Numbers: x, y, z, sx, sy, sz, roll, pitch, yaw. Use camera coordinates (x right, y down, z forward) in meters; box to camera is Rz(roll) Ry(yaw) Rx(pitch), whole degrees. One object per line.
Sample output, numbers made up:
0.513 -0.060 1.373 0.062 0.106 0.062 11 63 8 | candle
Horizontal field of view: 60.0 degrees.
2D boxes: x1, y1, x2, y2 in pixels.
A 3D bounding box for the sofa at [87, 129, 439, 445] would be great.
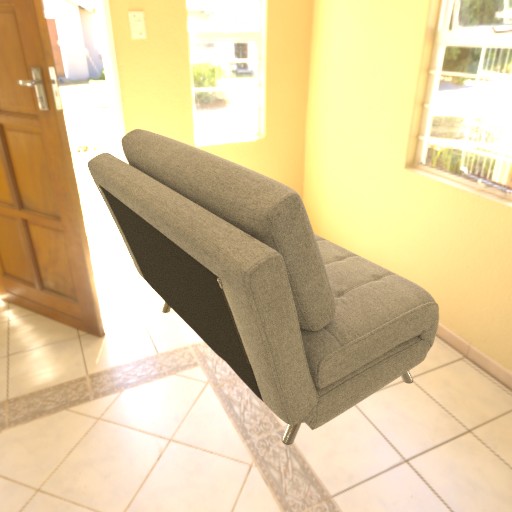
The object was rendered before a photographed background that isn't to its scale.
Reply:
0.000 0.000 1.819 0.910 0.910 1.220 -18 32 -31 | sofa
